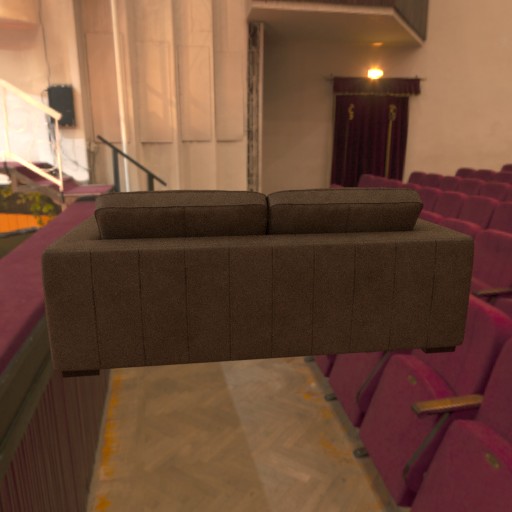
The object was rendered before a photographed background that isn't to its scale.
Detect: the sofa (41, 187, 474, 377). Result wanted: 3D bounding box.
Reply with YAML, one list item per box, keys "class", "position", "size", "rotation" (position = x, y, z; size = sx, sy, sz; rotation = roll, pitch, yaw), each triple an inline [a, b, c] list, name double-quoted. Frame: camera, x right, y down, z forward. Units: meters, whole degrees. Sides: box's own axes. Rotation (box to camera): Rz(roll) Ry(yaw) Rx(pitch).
- class: "sofa"
  position: [0.000, 0.000, 2.448]
  size: [1.920, 0.800, 1.070]
  rotation: [-2, 15, -8]
